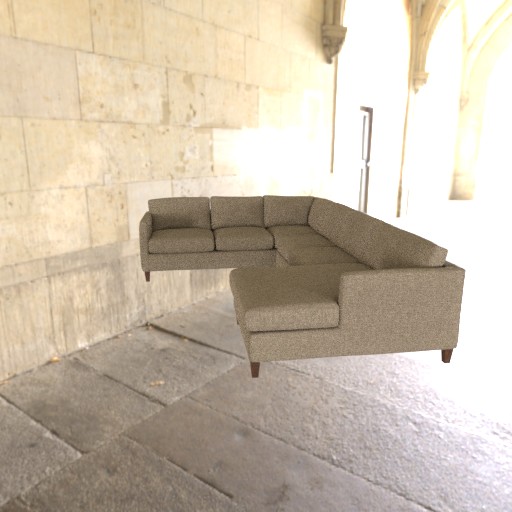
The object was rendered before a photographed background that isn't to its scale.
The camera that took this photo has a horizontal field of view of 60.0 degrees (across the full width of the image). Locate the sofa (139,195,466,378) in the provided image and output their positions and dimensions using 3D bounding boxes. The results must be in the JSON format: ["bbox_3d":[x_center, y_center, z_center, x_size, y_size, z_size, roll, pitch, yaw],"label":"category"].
[{"bbox_3d":[0.000,0.000,4.676,2.593,0.959,3.460,-2,14,-8],"label":"sofa"}]
